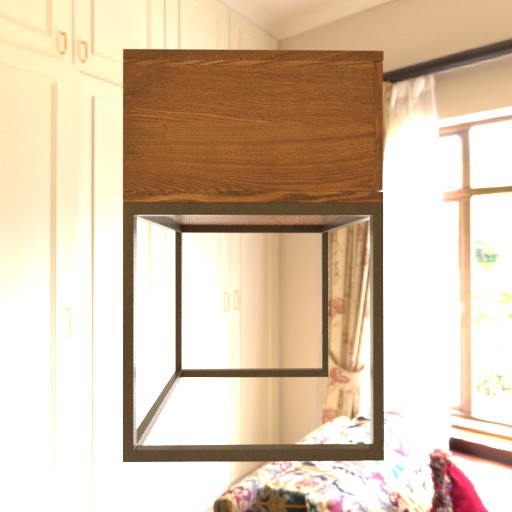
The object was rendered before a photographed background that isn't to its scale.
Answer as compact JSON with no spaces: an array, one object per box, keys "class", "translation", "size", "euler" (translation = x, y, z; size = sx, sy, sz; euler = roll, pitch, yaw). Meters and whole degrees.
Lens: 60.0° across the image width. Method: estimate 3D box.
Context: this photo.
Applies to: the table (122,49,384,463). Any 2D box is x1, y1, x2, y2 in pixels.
[{"class":"table","translation":[0.000,0.000,0.896],"size":[0.400,0.610,0.482],"euler":[0,0,-1]}]
